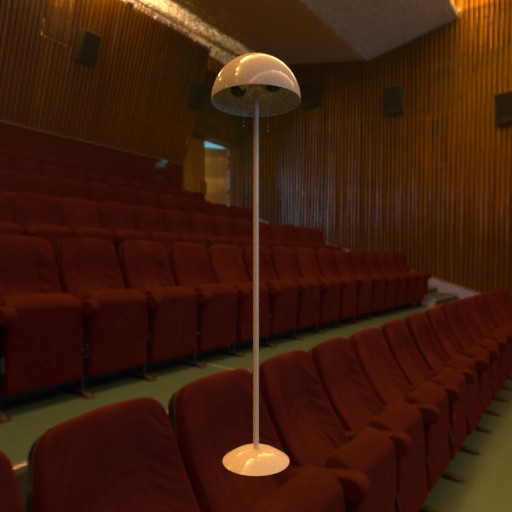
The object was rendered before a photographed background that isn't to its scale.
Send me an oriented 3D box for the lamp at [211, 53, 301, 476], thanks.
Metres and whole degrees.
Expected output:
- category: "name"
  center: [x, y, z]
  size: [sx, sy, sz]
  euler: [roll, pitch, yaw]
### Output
- category: "lamp"
  center: [0.000, 0.000, 1.619]
  size: [0.328, 1.480, 0.328]
  euler: [-1, -1, 36]
